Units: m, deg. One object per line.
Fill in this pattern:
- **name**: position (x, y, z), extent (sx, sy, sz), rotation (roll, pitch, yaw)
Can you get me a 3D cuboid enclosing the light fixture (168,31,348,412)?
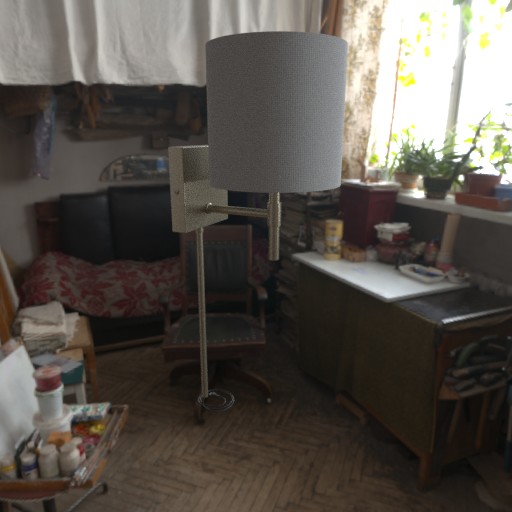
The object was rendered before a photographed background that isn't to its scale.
- **light fixture**: position (0.000, 0.000, 0.685), extent (0.248, 0.589, 0.188), rotation (8, 18, 26)
